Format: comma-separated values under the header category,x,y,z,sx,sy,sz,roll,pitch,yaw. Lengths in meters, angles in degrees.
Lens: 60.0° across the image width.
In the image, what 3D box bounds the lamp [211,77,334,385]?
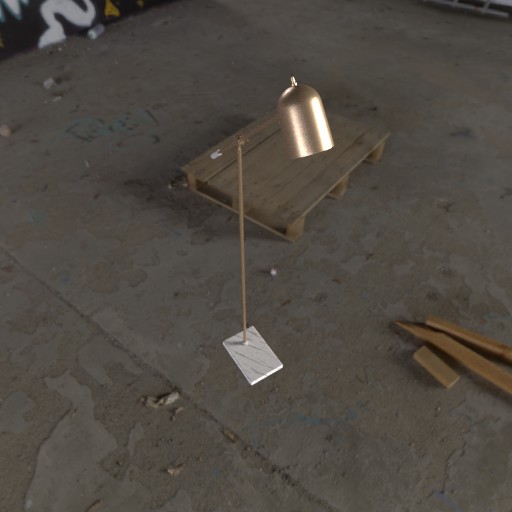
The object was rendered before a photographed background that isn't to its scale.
category,x,y,z,sx,sy,sz,roll,pitch,yaw
lamp,0.000,0.000,1.796,0.194,1.594,0.653,-24,50,-22
